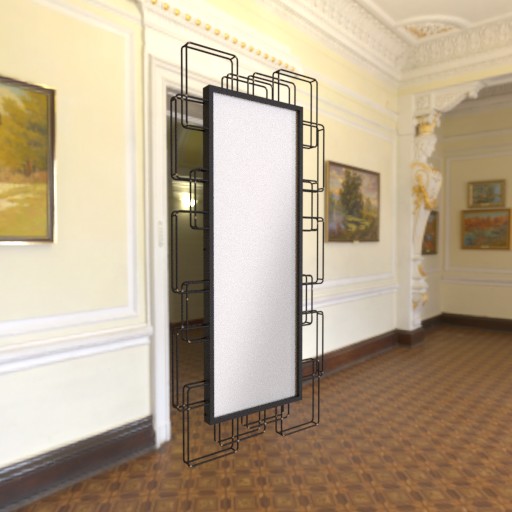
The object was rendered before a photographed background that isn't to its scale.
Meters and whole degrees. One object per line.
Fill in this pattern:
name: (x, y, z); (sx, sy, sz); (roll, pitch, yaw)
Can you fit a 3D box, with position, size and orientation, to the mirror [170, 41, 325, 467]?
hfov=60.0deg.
mirror: (0.000, 0.000, 1.392); (0.565, 1.192, 0.037); (-1, 2, -36)
